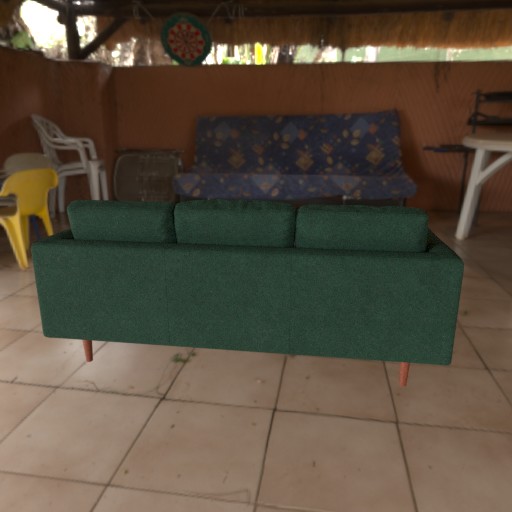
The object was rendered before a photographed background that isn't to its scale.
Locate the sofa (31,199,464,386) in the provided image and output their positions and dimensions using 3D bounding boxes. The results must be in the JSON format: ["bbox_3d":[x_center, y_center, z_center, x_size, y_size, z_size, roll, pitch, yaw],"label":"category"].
[{"bbox_3d":[0.000,0.000,2.837,2.030,0.899,1.580,2,16,8],"label":"sofa"}]
